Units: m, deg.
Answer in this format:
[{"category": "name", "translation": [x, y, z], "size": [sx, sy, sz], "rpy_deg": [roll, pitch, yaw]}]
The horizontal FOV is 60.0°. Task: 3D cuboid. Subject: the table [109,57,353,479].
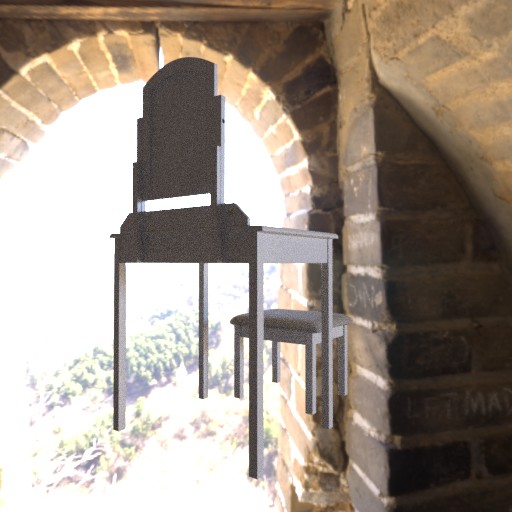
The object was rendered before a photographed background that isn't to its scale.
[{"category": "table", "translation": [0.000, 0.000, 2.315], "size": [0.876, 1.631, 1.211], "rpy_deg": [-1, -1, 35]}]
